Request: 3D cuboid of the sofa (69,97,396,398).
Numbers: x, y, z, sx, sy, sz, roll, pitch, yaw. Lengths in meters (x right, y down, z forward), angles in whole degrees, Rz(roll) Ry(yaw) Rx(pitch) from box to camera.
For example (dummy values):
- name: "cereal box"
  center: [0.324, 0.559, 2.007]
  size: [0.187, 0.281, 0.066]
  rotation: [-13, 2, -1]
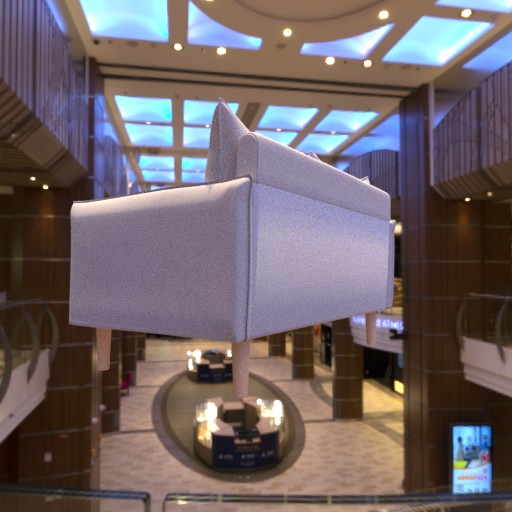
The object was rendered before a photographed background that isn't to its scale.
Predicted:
- name: "sofa"
  center: [0.000, 0.000, 1.886]
  size: [0.820, 0.840, 1.300]
  rotation: [-1, -2, 34]
